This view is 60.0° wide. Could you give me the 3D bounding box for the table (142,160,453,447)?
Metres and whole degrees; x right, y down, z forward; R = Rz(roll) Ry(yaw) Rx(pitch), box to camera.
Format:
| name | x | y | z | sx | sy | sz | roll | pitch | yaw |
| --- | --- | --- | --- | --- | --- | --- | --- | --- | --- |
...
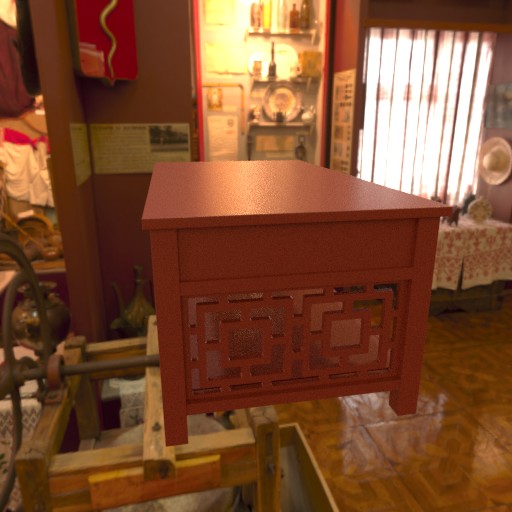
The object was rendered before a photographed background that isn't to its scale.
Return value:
| name | x | y | z | sx | sy | sz | roll | pitch | yaw |
| --- | --- | --- | --- | --- | --- | --- | --- | --- | --- |
| table | 0.000 | 0.000 | 1.397 | 0.612 | 0.493 | 1.068 | -3 | 17 | -11 |
